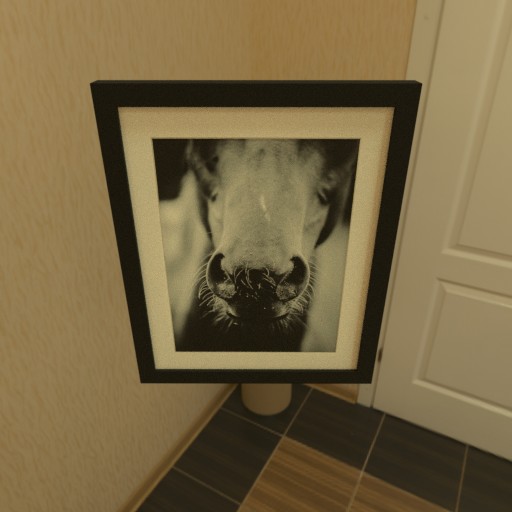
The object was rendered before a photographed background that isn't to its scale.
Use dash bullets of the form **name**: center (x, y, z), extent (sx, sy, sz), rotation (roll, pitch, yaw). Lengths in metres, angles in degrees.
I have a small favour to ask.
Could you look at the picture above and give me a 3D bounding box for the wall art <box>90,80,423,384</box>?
- **wall art**: center (0.000, 0.000, 0.757), extent (0.457, 0.559, 0.033), rotation (0, 29, 0)
